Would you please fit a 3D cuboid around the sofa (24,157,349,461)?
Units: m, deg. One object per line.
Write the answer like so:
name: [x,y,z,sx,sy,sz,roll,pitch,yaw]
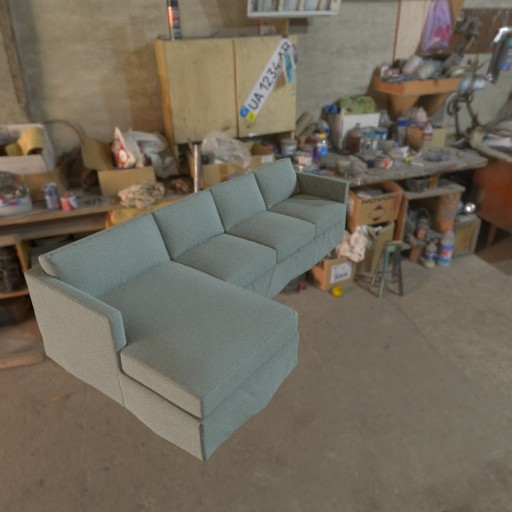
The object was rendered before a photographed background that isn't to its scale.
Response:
sofa: [0.000,0.000,3.843,1.650,0.922,3.205,18,32,32]
